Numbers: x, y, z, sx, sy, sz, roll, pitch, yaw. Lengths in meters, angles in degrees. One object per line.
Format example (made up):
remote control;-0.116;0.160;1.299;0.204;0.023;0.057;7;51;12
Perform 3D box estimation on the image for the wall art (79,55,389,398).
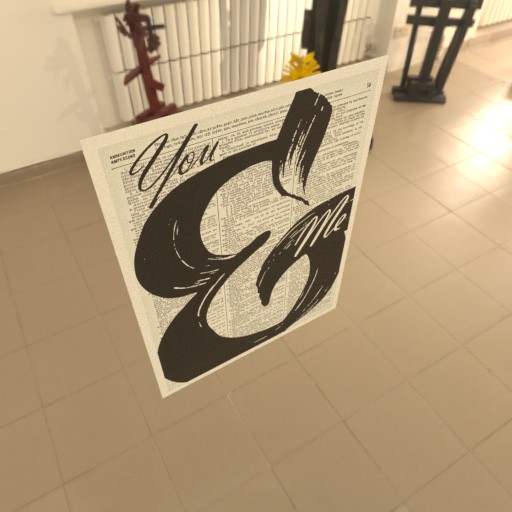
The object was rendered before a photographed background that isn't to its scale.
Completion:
wall art;0.000;0.000;0.792;0.457;0.609;0.003;-23;50;-21
